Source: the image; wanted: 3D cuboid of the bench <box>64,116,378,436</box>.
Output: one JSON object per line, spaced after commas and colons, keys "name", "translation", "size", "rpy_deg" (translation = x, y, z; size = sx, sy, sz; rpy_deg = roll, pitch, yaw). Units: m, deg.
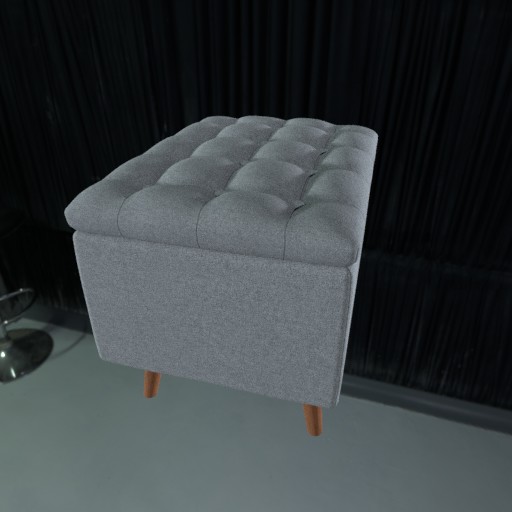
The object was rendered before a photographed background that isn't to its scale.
{"name": "bench", "translation": [0.000, 0.000, 0.909], "size": [0.417, 0.469, 0.572], "rpy_deg": [8, 31, 14]}
